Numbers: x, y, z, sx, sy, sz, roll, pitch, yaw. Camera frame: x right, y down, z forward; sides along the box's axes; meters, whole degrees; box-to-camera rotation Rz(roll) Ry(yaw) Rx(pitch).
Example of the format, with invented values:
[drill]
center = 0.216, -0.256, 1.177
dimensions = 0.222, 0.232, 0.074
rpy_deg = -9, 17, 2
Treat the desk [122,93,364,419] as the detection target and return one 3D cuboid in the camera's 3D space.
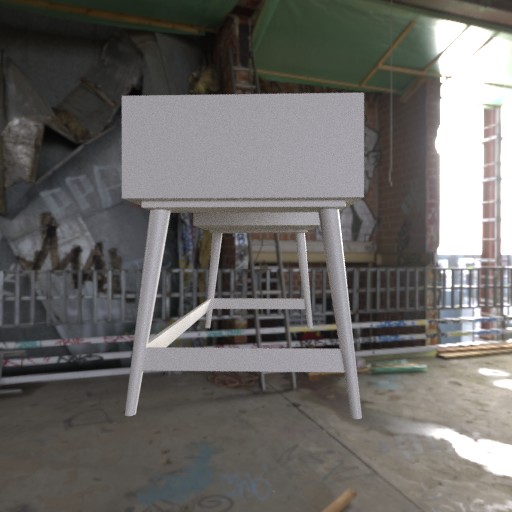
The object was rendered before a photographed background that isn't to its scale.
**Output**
[desk]
center = 0.000, 0.000, 1.698
dimensions = 0.589, 0.762, 1.313
rpy_deg = 0, 0, 2
